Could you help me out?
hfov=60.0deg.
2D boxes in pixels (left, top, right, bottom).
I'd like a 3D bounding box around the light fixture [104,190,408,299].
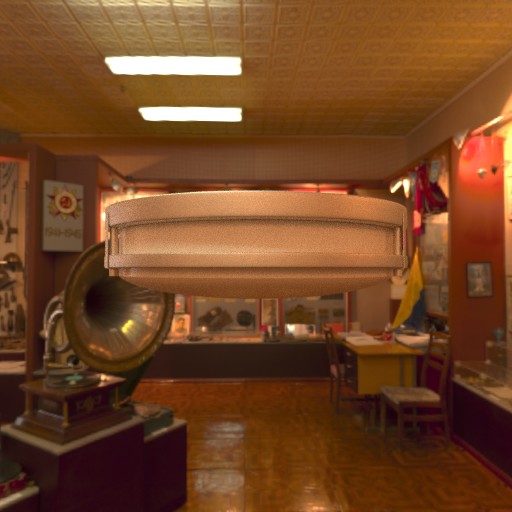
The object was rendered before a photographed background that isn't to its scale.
[{"bbox_3d":[0.000,0.000,0.549,0.356,0.102,0.356,0,-2,0],"label":"light fixture"}]
